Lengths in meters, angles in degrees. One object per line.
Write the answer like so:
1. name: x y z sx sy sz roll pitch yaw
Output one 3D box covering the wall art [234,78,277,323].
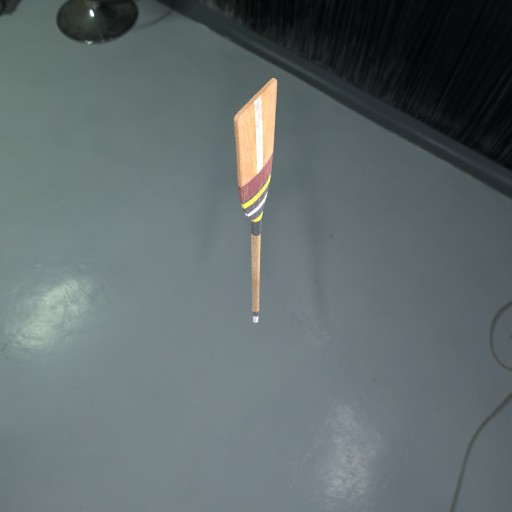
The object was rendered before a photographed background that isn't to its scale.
1. wall art: 0.000 0.000 1.642 0.038 1.556 0.146 33 69 15
